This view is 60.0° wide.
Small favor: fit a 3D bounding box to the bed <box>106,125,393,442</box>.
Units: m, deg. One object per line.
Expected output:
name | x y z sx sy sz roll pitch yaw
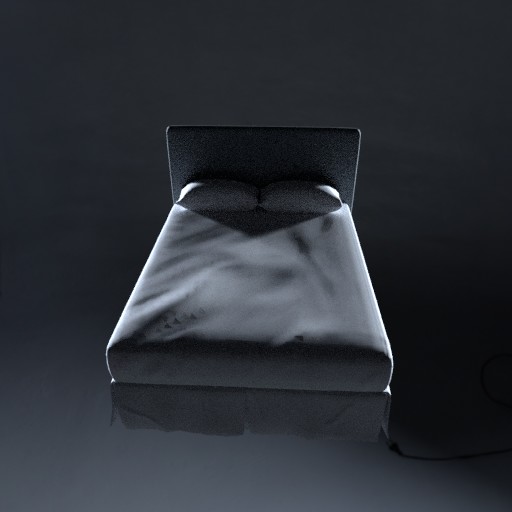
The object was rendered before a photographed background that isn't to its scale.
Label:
bed | 0.000 0.000 3.251 1.713 1.330 2.142 1 32 2
